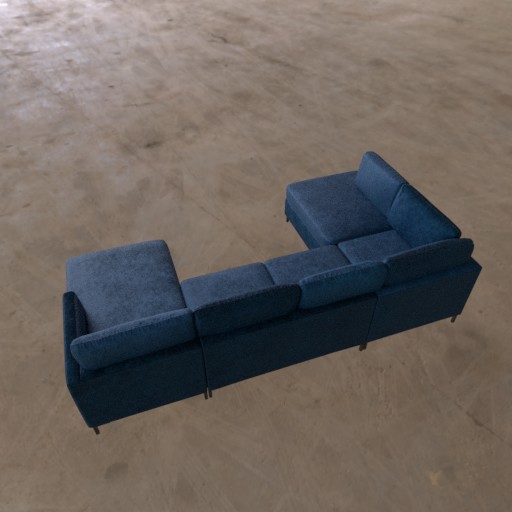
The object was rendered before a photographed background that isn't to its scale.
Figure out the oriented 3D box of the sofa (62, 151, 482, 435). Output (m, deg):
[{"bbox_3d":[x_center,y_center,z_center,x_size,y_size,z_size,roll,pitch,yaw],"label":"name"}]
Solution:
[{"bbox_3d":[0.000,0.000,4.222,3.434,0.992,2.055,-13,44,-14],"label":"sofa"}]
